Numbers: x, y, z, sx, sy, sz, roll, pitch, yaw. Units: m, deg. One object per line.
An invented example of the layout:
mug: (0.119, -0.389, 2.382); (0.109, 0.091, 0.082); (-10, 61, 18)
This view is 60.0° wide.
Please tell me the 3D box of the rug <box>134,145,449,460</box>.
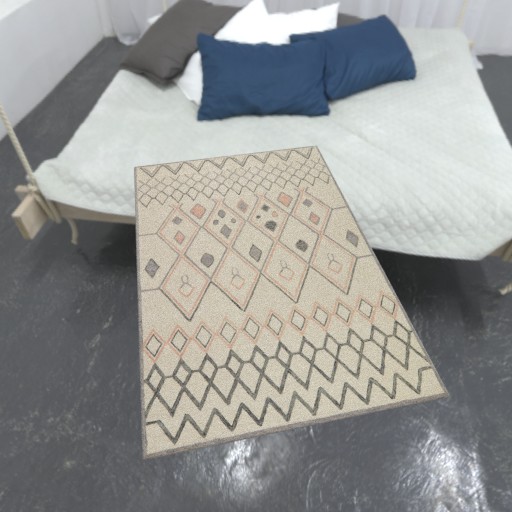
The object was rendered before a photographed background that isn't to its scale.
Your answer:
rug: (0.000, 0.000, 2.311); (1.219, 0.016, 1.829); (-9, 48, -8)
